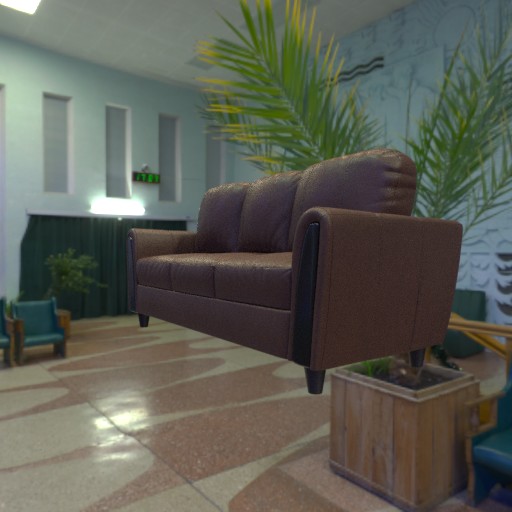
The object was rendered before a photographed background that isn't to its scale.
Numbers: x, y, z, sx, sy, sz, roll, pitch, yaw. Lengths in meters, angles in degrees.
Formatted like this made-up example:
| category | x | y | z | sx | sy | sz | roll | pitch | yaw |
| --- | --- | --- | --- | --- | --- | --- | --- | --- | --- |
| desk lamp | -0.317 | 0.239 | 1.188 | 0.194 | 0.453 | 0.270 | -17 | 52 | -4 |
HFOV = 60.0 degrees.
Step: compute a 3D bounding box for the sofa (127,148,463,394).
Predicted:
| category | x | y | z | sx | sy | sz | roll | pitch | yaw |
| --- | --- | --- | --- | --- | --- | --- | --- | --- | --- |
| sofa | 0.000 | 0.000 | 2.346 | 0.802 | 0.915 | 1.862 | 0 | 1 | -35 |
